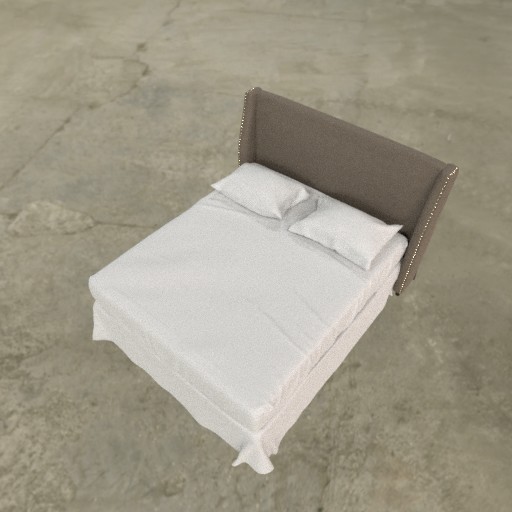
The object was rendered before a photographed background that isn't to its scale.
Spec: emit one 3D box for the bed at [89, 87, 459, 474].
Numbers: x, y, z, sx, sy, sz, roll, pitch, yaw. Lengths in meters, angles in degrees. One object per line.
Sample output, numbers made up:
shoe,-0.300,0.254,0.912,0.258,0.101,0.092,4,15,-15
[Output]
bed,0.000,0.000,3.440,1.925,1.332,2.276,31,55,26
